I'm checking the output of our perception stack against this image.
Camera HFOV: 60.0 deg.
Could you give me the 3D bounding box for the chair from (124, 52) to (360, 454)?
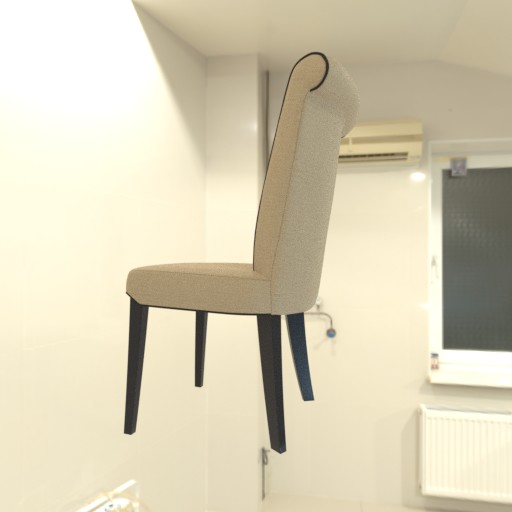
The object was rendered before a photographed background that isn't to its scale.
[{"bbox_3d":[0.000,0.000,1.373,0.623,0.997,0.522,0,0,17],"label":"chair"}]
